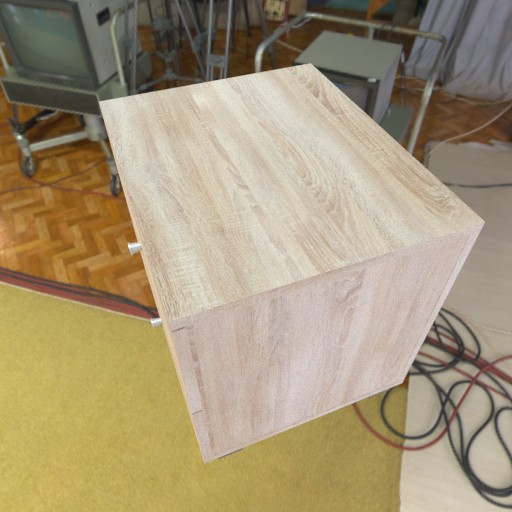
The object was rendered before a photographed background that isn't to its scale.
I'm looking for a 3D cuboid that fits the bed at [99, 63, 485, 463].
[{"bbox_3d":[0.000,0.000,0.772,0.401,0.420,0.460,-16,49,-15],"label":"bed"}]
